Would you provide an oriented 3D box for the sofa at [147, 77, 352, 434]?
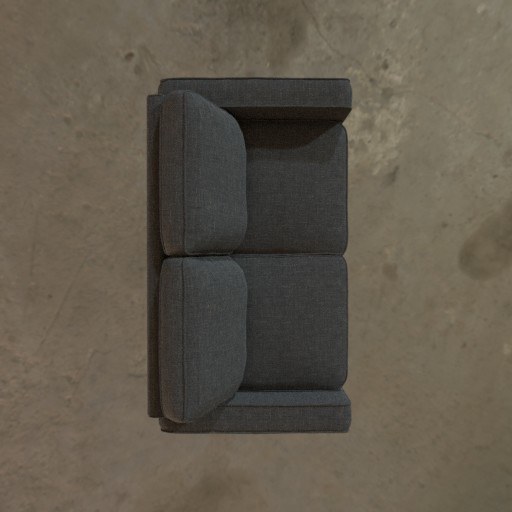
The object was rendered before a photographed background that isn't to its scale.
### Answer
[{"bbox_3d":[0.000,0.000,2.251,0.947,0.918,1.709,0,91,0],"label":"sofa"}]
